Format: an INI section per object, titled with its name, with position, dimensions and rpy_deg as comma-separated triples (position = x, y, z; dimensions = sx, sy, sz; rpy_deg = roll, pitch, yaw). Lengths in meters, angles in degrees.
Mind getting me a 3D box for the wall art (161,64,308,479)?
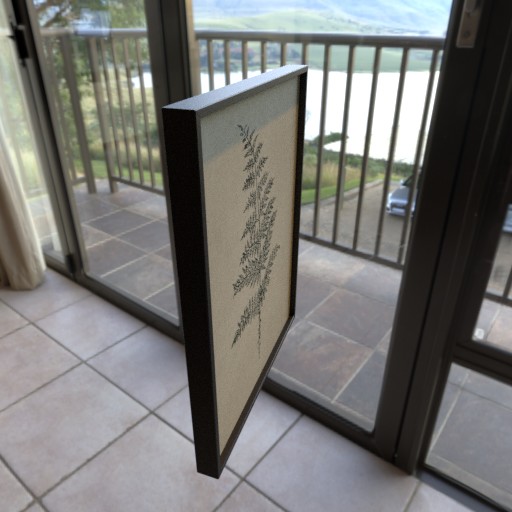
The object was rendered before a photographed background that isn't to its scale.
[wall art]
position = 0.000, 0.000, 0.747
dimensions = 0.039, 0.555, 0.449
rpy_deg = 10, 30, 17
